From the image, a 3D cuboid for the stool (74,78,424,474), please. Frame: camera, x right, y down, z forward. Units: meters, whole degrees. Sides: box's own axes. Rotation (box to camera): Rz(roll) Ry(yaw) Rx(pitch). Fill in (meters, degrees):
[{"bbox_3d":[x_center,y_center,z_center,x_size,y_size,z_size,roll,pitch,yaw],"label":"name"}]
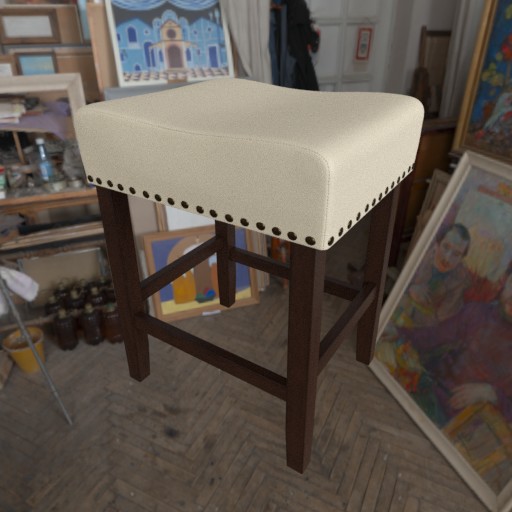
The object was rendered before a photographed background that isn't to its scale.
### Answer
[{"bbox_3d":[0.000,0.000,0.897,0.471,0.609,0.401,18,34,28],"label":"stool"}]
